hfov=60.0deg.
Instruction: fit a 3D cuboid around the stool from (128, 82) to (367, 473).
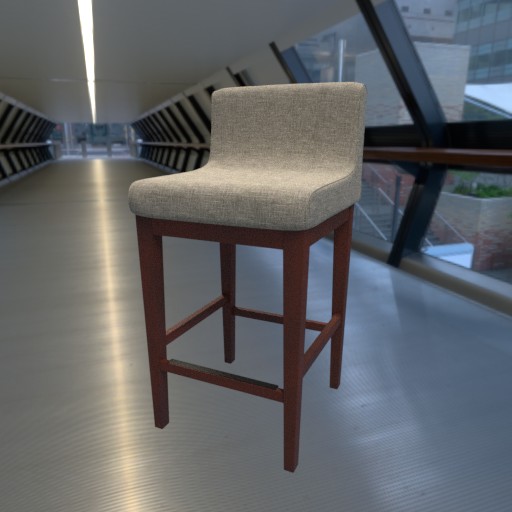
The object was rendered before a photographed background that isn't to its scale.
[{"bbox_3d":[0.000,0.000,1.106,0.417,0.835,0.459,7,17,24],"label":"stool"}]
